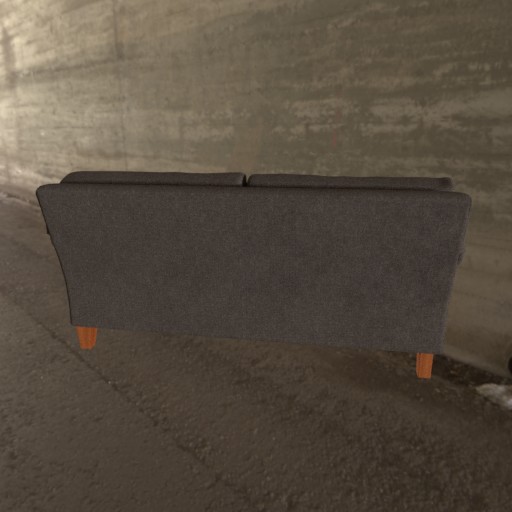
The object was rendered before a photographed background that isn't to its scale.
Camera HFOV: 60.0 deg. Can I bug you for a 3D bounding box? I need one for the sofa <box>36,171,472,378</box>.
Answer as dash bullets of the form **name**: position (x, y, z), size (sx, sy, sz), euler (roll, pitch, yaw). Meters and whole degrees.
- **sofa**: position (0.000, 0.000, 2.701), size (2.160, 1.054, 1.087), euler (3, 16, 9)
